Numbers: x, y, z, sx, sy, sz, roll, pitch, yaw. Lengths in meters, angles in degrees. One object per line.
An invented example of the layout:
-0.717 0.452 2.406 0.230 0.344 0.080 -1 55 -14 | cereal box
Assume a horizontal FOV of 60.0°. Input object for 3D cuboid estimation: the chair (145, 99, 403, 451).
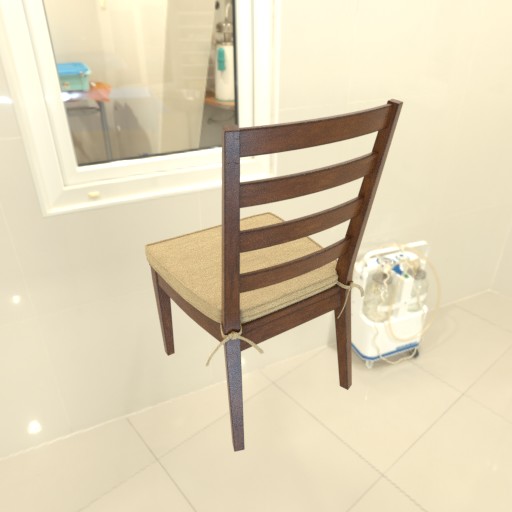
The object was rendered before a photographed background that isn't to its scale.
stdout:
0.000 0.000 1.399 0.593 0.979 0.595 -18 35 -29 | chair
